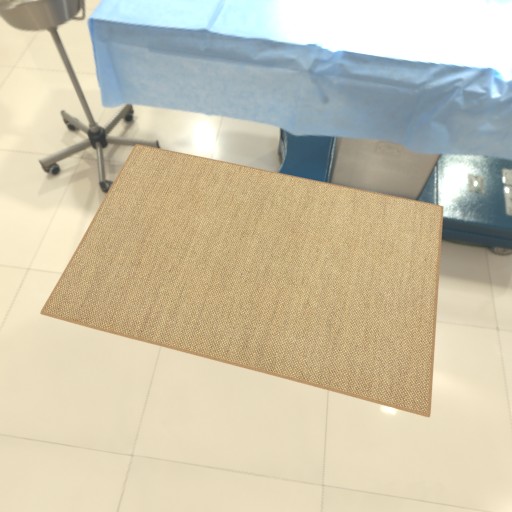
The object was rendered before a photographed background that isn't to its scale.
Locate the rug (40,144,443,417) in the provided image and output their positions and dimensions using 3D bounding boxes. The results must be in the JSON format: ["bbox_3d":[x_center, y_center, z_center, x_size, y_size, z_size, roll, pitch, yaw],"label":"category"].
[{"bbox_3d":[0.000,0.000,2.075,1.668,0.012,1.061,13,59,8],"label":"rug"}]
